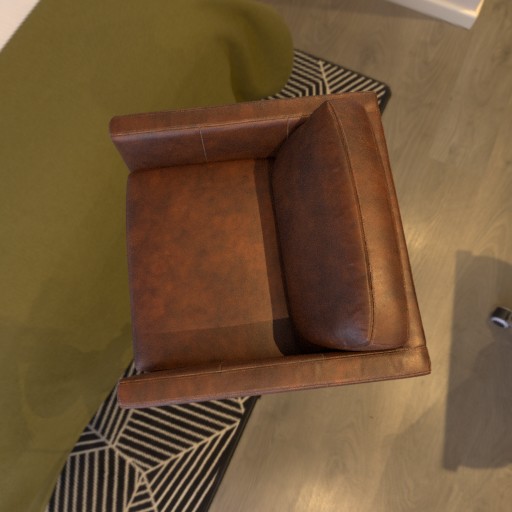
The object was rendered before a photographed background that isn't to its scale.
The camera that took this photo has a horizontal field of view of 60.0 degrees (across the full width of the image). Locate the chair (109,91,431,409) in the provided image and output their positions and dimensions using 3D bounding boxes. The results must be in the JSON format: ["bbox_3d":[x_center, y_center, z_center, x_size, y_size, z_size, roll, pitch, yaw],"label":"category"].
[{"bbox_3d":[0.000,0.000,1.702,0.975,0.864,0.990,-6,76,-2],"label":"chair"}]
